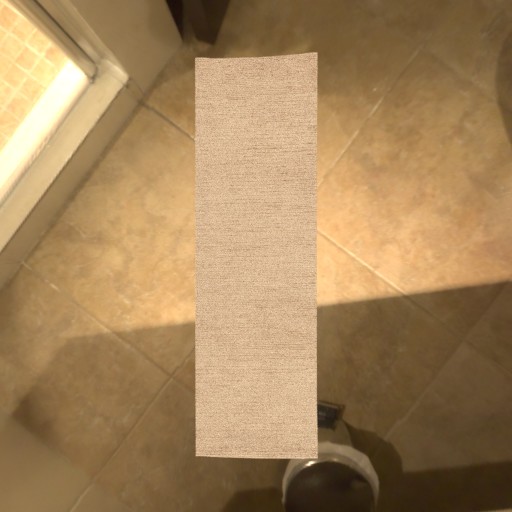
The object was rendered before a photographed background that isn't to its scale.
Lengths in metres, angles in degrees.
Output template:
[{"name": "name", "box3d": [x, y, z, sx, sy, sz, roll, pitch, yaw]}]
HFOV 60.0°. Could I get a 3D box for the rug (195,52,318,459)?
[{"name": "rug", "box3d": [0.000, 0.000, 2.569, 0.712, 0.013, 2.346, 0, 90, 3]}]
